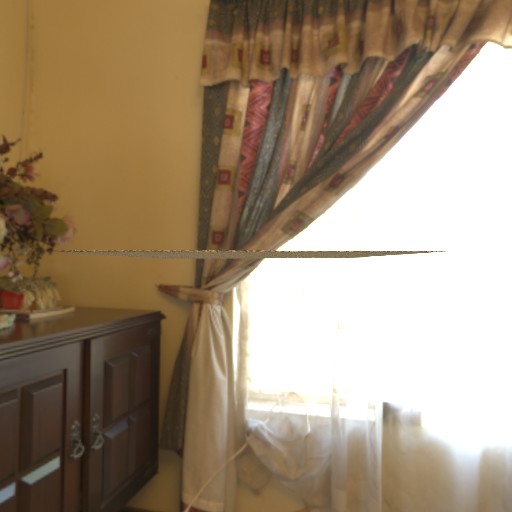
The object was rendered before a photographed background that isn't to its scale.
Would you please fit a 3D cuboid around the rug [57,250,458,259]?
[{"bbox_3d":[0.000,0.000,4.315,2.464,0.010,3.327,0,-1,0],"label":"rug"}]
